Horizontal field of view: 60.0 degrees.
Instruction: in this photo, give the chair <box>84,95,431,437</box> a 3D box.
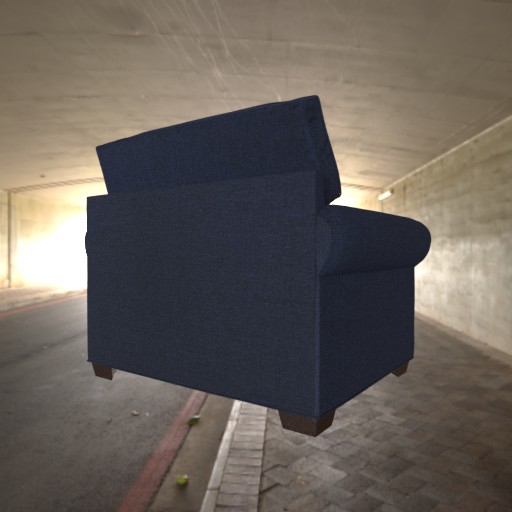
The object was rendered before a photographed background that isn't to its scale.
[{"bbox_3d":[0.000,0.000,1.972,1.285,1.044,0.963,1,1,36],"label":"chair"}]
